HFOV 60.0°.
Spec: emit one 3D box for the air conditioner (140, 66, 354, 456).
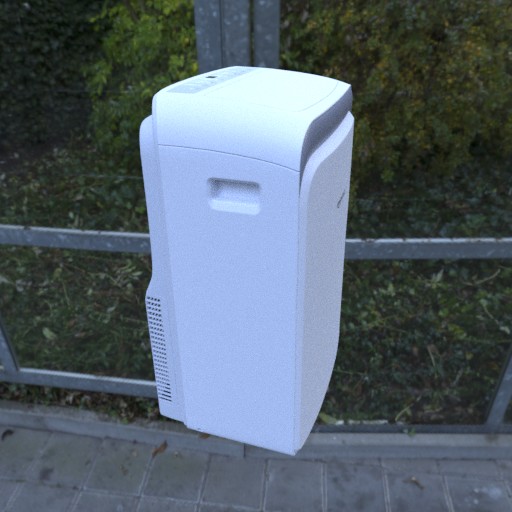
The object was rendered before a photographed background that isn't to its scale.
[{"bbox_3d":[0.000,0.000,0.937,0.365,0.700,0.454,10,32,17],"label":"air conditioner"}]
